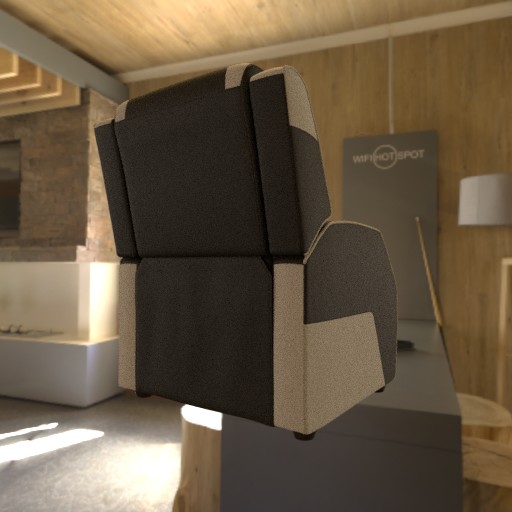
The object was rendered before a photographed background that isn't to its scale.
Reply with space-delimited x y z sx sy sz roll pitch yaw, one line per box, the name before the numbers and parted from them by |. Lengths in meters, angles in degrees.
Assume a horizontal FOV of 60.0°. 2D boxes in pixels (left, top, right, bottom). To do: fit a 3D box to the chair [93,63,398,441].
chair | 0.000 0.000 1.279 0.620 0.805 0.672 -1 -1 36
